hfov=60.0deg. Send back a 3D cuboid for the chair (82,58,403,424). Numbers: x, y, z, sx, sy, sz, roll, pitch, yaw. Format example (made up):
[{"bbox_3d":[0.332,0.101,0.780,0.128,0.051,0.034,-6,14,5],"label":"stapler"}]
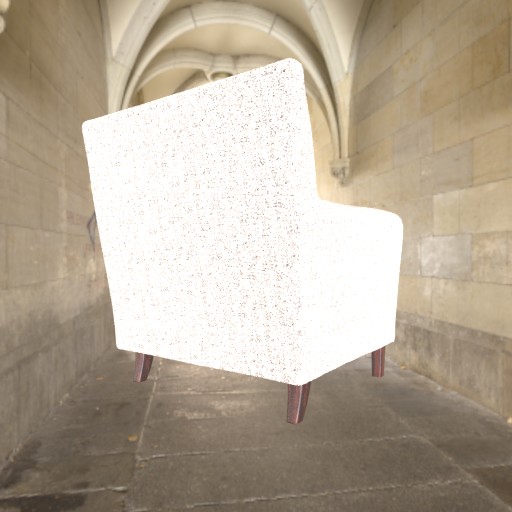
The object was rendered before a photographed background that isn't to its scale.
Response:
[{"bbox_3d":[0.000,0.000,1.619,0.864,0.928,0.873,0,0,37],"label":"chair"}]
